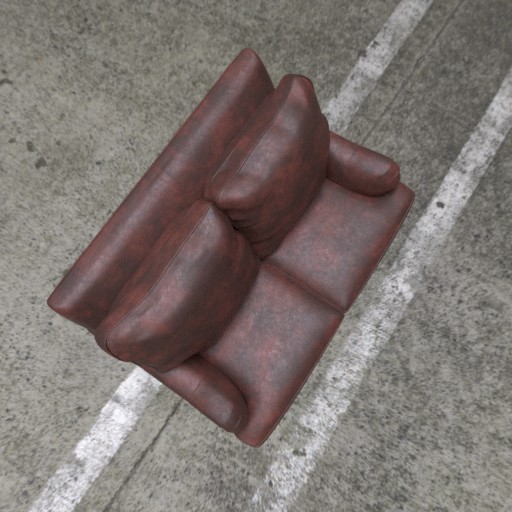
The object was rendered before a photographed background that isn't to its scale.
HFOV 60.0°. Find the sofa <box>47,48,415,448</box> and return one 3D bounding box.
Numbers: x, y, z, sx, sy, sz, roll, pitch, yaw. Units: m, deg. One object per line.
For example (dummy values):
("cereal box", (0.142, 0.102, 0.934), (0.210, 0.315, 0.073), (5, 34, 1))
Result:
("sofa", (0.000, 0.000, 2.358), (1.148, 1.070, 1.628), (33, 79, 8))
